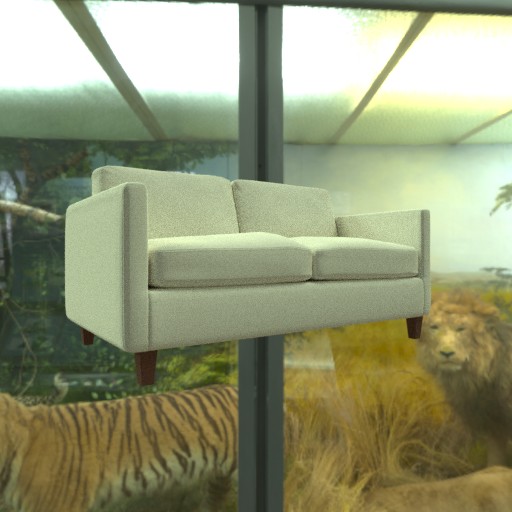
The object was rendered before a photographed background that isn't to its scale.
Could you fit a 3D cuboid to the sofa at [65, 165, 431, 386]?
[{"bbox_3d":[0.000,0.000,2.307,1.702,0.888,0.964,0,0,-34],"label":"sofa"}]
